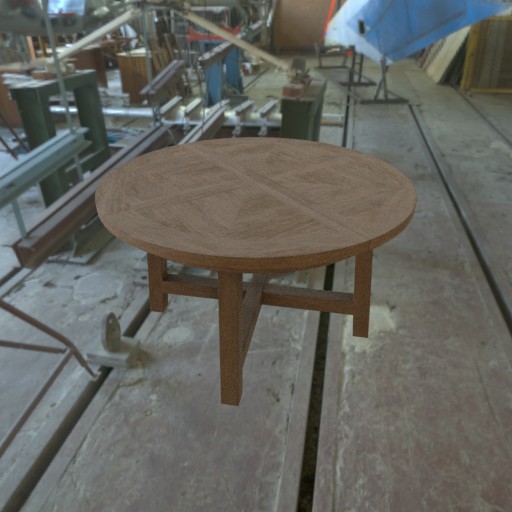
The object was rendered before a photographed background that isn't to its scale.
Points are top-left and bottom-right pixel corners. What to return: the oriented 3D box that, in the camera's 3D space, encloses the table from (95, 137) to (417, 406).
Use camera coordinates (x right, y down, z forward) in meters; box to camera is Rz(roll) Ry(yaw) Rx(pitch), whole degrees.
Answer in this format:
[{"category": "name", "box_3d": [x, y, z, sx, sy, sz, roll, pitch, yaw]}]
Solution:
[{"category": "table", "box_3d": [0.000, 0.000, 2.096, 1.319, 0.762, 1.319, 0, 30, 0]}]
